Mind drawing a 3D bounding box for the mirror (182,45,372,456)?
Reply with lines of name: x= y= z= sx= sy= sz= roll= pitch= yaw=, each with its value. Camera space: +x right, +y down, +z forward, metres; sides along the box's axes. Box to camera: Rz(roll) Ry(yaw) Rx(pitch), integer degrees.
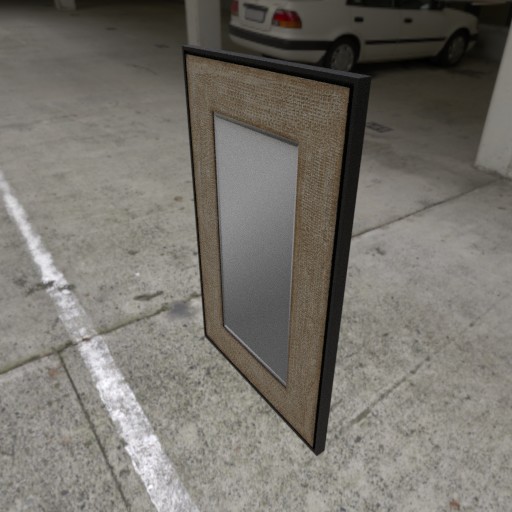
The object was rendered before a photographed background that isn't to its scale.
mirror: x=0.000 y=0.000 z=1.482 sx=0.038 sy=1.219 sz=0.762 roll=-20 pitch=36 yaw=-30
